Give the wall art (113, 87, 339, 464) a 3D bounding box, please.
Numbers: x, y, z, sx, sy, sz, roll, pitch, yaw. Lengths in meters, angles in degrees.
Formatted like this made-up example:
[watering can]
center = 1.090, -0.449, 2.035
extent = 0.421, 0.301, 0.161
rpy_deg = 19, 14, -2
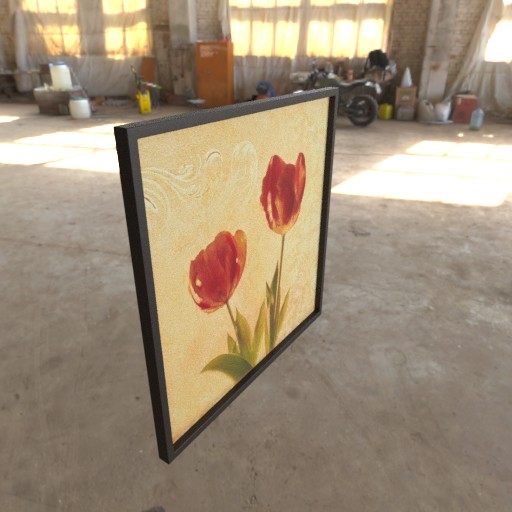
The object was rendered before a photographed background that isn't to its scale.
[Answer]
[wall art]
center = 0.000, 0.000, 1.215
extent = 0.043, 0.807, 0.805
rpy_deg = 17, 31, 31
